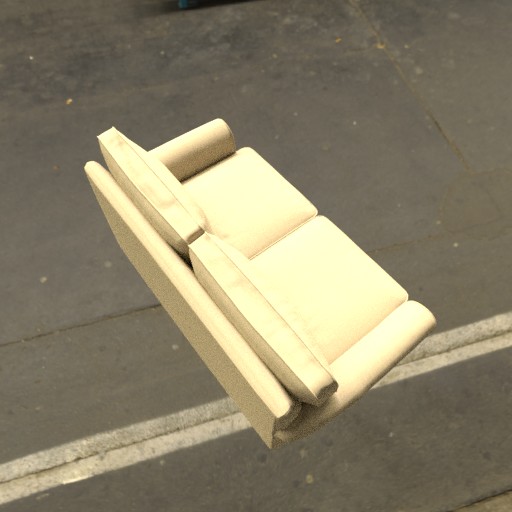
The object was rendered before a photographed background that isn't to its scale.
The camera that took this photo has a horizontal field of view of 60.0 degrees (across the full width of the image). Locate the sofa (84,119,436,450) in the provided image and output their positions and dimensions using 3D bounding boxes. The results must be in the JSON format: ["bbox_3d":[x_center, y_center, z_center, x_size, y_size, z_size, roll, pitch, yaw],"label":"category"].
[{"bbox_3d":[0.000,0.000,2.234,0.964,0.937,1.665,-34,64,-19],"label":"sofa"}]
